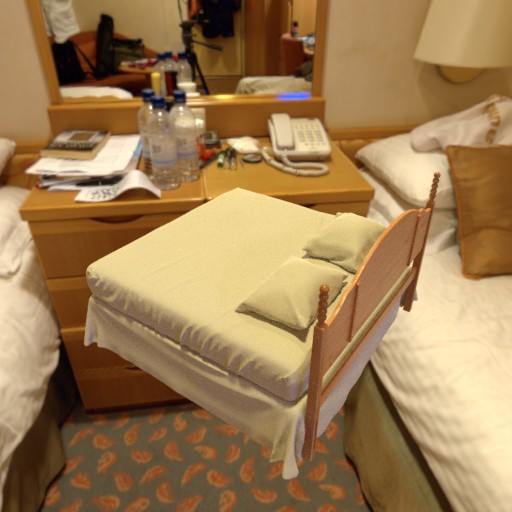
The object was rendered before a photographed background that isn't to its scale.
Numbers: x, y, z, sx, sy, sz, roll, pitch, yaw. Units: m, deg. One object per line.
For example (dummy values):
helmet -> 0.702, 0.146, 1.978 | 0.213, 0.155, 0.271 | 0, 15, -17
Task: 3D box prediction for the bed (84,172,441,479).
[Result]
bed -> 0.000, 0.000, 3.676 | 2.219, 1.355, 2.322 | 20, 37, 30
